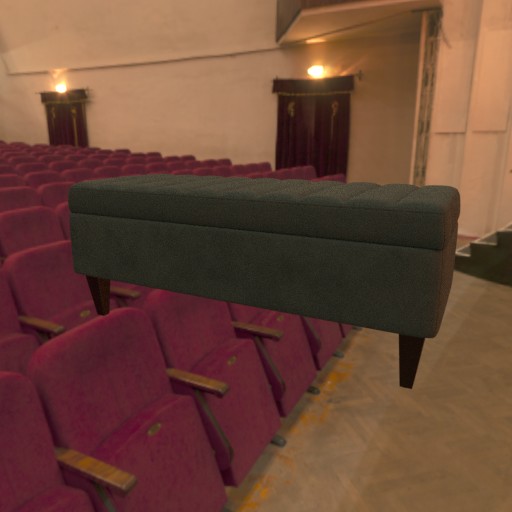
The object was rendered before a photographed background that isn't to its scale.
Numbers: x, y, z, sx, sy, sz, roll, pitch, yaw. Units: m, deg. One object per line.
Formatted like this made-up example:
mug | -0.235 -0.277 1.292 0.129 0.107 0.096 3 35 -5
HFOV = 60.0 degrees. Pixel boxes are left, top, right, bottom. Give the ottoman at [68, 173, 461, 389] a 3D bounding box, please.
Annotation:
ottoman | 0.000 0.000 1.426 1.151 0.469 0.482 7 16 26
